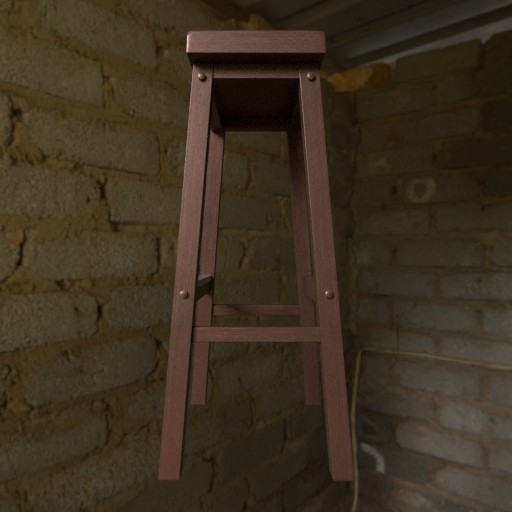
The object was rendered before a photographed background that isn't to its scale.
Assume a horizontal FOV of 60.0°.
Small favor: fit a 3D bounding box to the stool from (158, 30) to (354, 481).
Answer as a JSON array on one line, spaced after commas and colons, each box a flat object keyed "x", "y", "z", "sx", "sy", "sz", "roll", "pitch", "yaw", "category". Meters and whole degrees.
[{"x": 0.000, "y": 0.000, "z": 0.931, "sx": 0.322, "sy": 0.742, "sz": 0.406, "roll": 0, "pitch": 0, "yaw": 0, "category": "stool"}]
